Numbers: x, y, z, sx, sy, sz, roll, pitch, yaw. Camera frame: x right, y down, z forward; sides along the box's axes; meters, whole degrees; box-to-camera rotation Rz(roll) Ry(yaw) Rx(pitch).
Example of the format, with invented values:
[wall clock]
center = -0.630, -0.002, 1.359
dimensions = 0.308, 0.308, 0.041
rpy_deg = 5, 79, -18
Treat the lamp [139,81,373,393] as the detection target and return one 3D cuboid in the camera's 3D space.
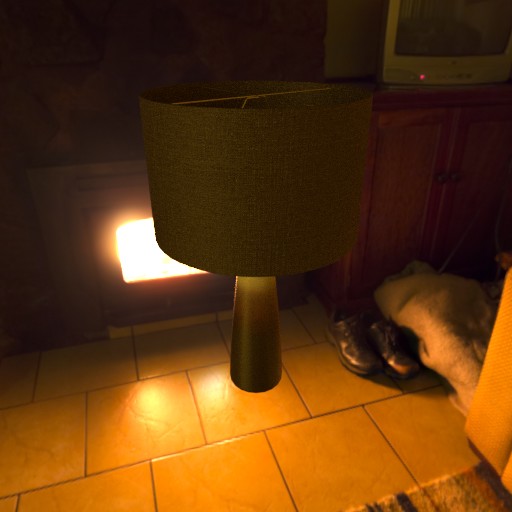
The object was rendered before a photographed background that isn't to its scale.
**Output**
[lamp]
center = 0.000, 0.000, 0.697
dimensions = 0.303, 0.488, 0.303
rpy_deg = 0, 27, 0
